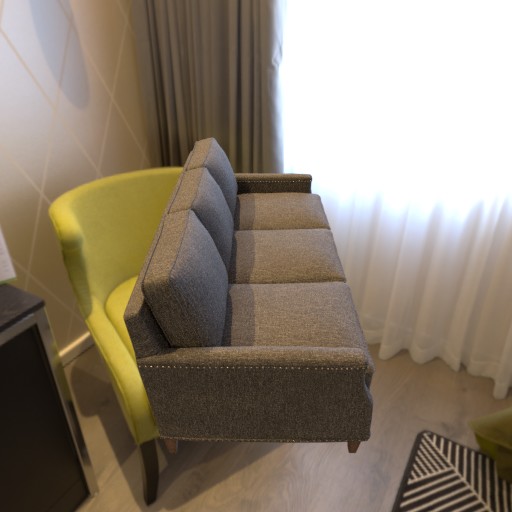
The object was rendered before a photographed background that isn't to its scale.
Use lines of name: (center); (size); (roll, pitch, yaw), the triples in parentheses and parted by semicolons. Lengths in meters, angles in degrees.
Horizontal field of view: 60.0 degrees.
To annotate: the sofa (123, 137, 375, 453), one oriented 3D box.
sofa: (0.000, 0.000, 2.854); (1.084, 1.003, 2.246); (0, 31, 0)
